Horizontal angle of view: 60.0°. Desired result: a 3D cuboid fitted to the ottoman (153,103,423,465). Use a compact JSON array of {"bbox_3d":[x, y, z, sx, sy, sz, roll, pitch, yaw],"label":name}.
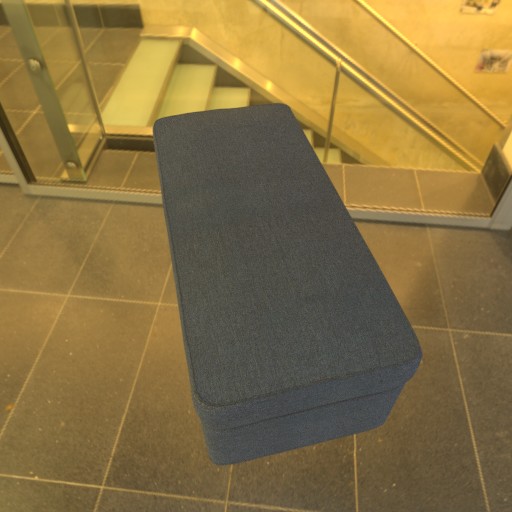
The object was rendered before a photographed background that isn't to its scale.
[{"bbox_3d":[0.000,0.000,1.407,0.515,0.460,1.110,-10,49,-9],"label":"ottoman"}]
